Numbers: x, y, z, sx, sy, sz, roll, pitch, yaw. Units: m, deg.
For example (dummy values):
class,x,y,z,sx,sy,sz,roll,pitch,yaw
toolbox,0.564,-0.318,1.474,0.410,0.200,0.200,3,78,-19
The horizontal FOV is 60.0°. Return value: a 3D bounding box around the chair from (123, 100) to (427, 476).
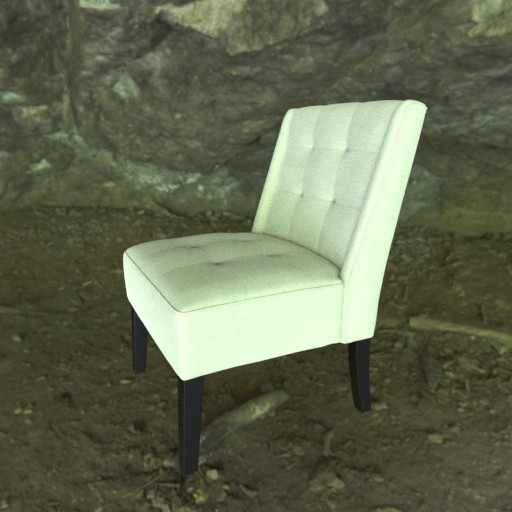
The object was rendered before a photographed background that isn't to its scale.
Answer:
class,x,y,z,sx,sy,sz,roll,pitch,yaw
chair,0.000,0.000,1.286,0.676,0.853,0.569,-8,18,-26
